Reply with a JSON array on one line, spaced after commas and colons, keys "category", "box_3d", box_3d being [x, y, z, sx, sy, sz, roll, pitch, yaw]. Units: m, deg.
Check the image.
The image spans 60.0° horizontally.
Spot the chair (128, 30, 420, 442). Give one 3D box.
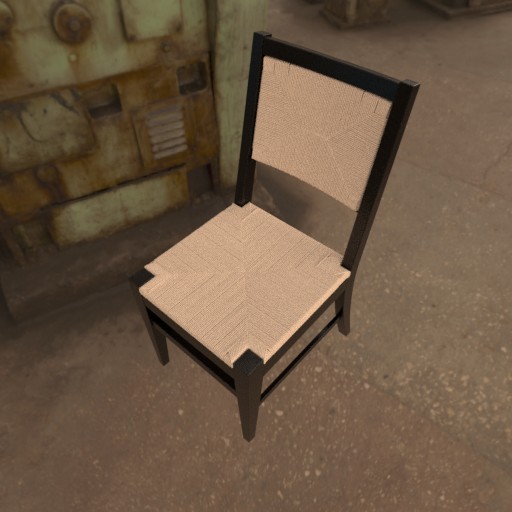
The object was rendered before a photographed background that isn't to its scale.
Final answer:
[{"category": "chair", "box_3d": [0.000, 0.000, 1.209, 0.437, 0.927, 0.552, 33, 55, 27]}]
